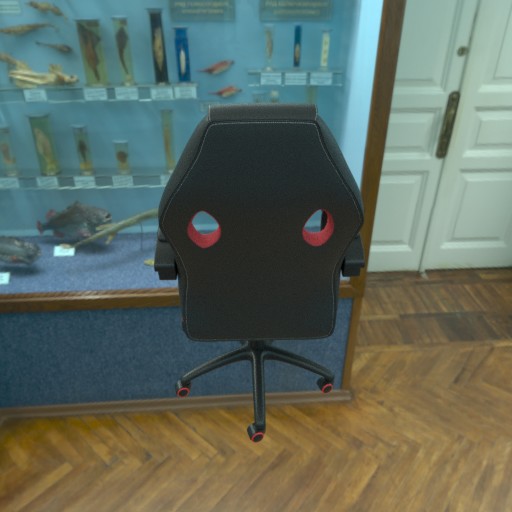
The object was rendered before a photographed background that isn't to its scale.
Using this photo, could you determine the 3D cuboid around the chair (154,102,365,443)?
[{"bbox_3d":[0.000,0.000,1.605,0.673,1.187,0.724,-1,30,-2],"label":"chair"}]
